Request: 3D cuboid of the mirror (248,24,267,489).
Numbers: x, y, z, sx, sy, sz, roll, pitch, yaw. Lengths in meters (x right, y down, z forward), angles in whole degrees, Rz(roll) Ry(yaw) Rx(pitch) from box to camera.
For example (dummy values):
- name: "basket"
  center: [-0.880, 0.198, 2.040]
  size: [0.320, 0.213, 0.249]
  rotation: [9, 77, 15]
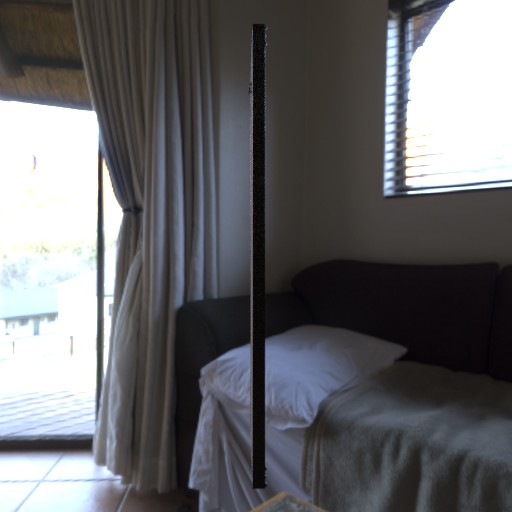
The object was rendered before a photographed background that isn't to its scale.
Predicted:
- name: "mirror"
  center: [0.000, 0.000, 1.198]
  size: [0.042, 1.080, 0.354]
  rotation: [0, -1, -1]
